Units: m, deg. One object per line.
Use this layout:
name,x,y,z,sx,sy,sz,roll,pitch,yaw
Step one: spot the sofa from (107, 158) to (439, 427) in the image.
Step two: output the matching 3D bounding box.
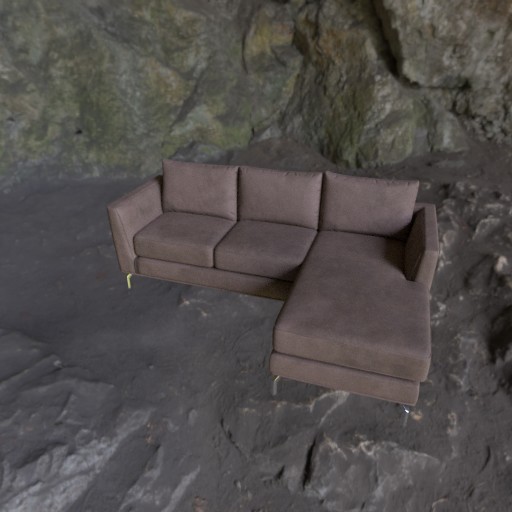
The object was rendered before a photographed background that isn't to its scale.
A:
sofa,0.000,0.000,3.245,2.438,0.987,1.622,9,29,16
